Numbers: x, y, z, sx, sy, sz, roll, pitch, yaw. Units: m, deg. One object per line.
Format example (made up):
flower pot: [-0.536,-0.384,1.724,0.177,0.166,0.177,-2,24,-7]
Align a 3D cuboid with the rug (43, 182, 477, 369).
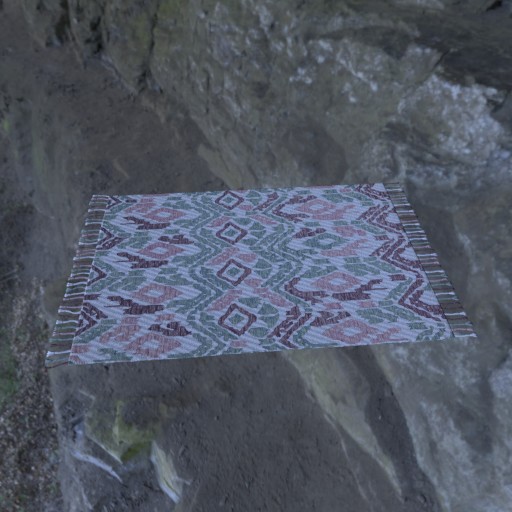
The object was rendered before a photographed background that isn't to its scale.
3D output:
rug: [0.000,0.000,2.976,2.438,0.011,1.524,-3,46,-3]
